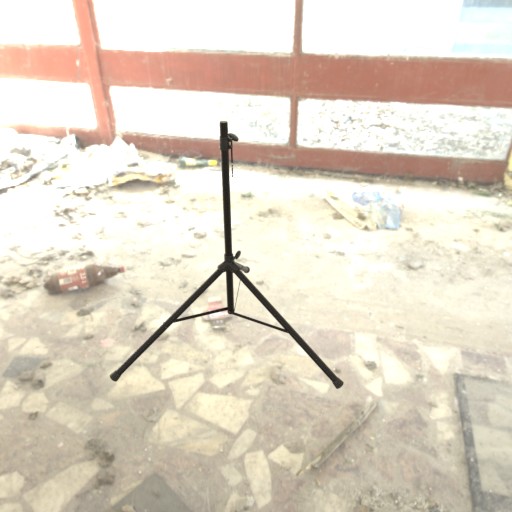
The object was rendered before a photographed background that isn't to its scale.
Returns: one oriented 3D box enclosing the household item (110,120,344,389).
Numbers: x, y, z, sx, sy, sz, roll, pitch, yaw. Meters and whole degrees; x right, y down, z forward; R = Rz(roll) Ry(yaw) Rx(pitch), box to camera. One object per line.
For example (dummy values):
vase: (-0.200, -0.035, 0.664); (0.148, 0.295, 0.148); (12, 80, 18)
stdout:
household item: (0.000, 0.000, 2.775); (1.339, 1.595, 1.596); (20, 37, 29)
